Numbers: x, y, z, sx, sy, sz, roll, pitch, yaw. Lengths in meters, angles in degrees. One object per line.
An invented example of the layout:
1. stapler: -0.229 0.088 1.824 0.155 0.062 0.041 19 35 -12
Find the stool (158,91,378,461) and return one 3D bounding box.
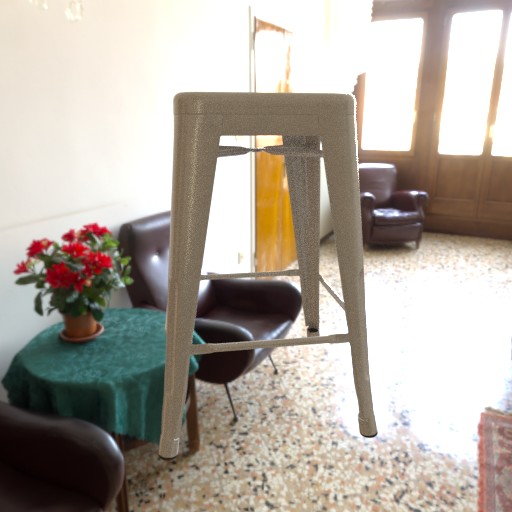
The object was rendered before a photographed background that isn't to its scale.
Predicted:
1. stool: 0.000 0.000 0.899 0.406 0.610 0.406 -3 17 -9
